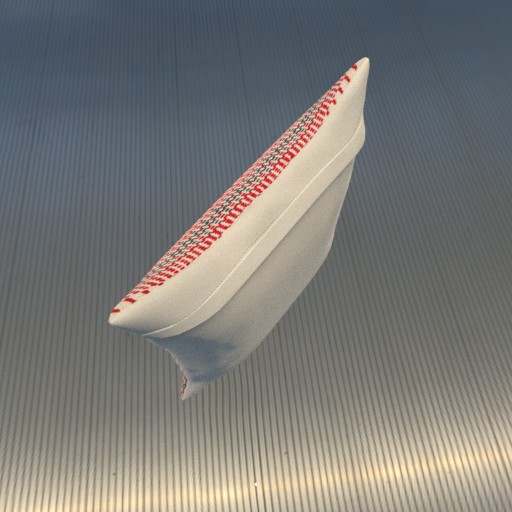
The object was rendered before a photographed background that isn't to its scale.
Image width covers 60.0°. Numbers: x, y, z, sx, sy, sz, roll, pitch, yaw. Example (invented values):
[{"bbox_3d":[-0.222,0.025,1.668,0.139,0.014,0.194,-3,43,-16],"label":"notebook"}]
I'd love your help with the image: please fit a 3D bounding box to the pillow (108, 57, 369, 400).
[{"bbox_3d":[0.000,0.000,0.701,0.160,0.454,0.463,35,68,16],"label":"pillow"}]
